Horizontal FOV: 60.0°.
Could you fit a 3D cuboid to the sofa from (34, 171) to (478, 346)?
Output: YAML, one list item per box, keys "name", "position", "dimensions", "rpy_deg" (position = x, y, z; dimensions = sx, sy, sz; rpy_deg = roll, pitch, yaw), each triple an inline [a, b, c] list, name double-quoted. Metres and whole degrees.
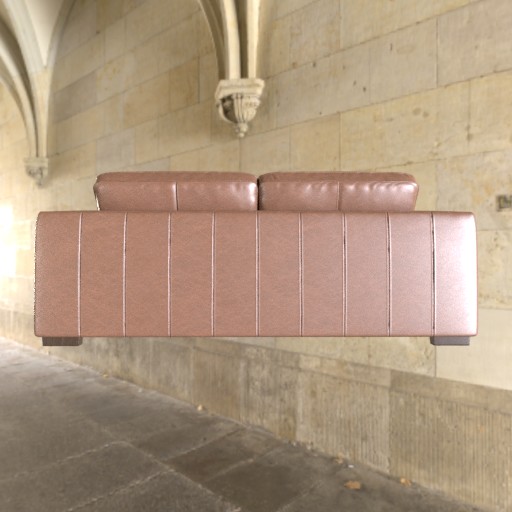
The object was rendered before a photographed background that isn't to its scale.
- name: "sofa"
  position: [0.000, 0.000, 2.420]
  dimensions: [1.920, 0.800, 1.070]
  rpy_deg: [0, -1, 0]
